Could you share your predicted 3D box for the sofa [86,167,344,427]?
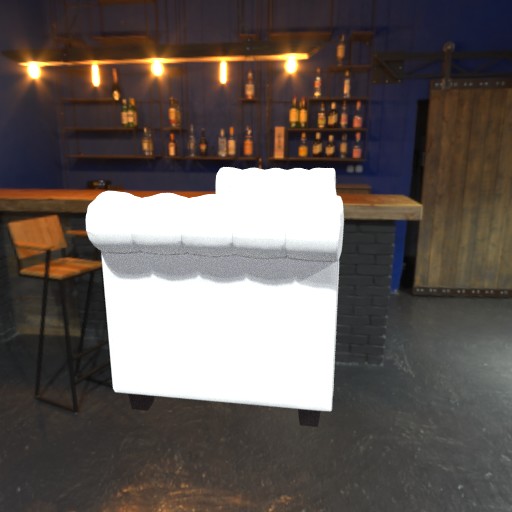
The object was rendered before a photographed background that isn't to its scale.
[{"bbox_3d":[0.000,0.000,2.190,0.771,0.796,1.798,2,14,9],"label":"sofa"}]
